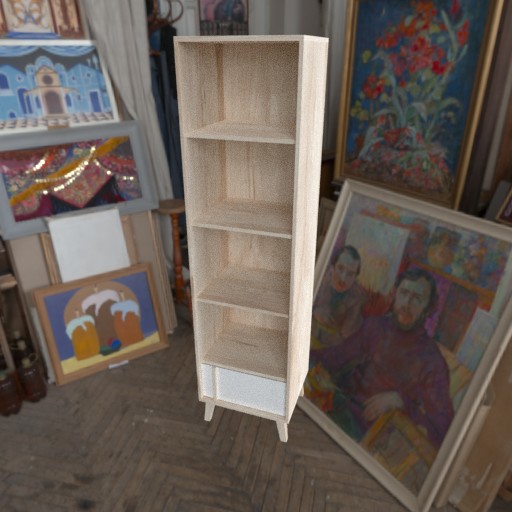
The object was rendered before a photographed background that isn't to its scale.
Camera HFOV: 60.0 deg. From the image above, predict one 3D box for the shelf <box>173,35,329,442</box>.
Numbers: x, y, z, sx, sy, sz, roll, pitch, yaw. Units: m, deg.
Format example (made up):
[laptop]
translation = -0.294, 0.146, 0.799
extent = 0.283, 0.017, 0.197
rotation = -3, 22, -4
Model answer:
[shelf]
translation = 0.000, 0.000, 2.214
extent = 0.510, 1.960, 0.450
rotation = 8, 26, 17
